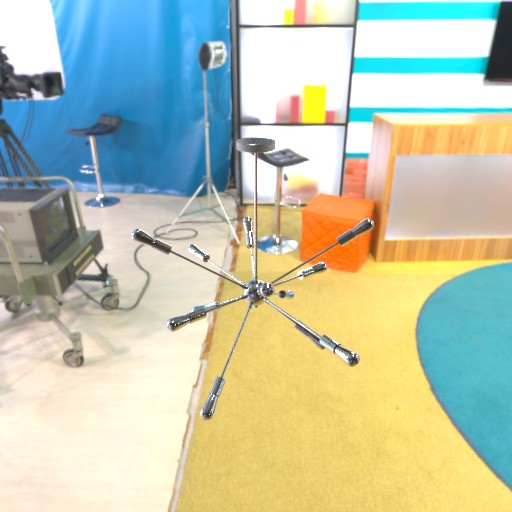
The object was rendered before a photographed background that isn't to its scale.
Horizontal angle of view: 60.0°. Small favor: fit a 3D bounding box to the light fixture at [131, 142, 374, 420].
[{"bbox_3d":[0.000,0.000,1.090,0.509,0.558,0.684,-18,32,-32],"label":"light fixture"}]
